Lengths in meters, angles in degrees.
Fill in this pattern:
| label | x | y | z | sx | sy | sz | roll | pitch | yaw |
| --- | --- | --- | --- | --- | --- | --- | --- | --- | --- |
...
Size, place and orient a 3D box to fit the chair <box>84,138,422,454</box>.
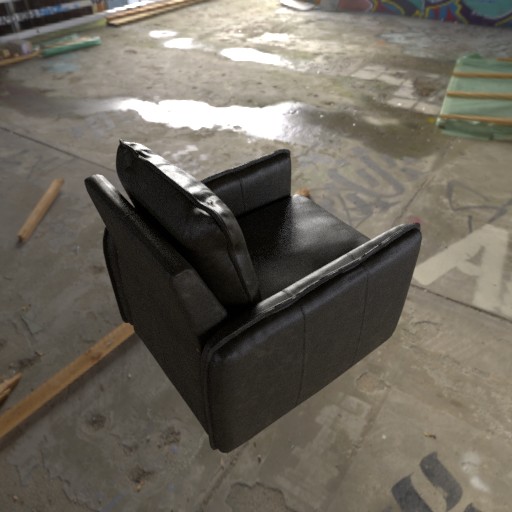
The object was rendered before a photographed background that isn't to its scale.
| label | x | y | z | sx | sy | sz | roll | pitch | yaw |
| --- | --- | --- | --- | --- | --- | --- | --- | --- | --- |
| chair | 0.000 | 0.000 | 1.631 | 0.921 | 0.921 | 0.830 | -26 | 46 | -27 |
